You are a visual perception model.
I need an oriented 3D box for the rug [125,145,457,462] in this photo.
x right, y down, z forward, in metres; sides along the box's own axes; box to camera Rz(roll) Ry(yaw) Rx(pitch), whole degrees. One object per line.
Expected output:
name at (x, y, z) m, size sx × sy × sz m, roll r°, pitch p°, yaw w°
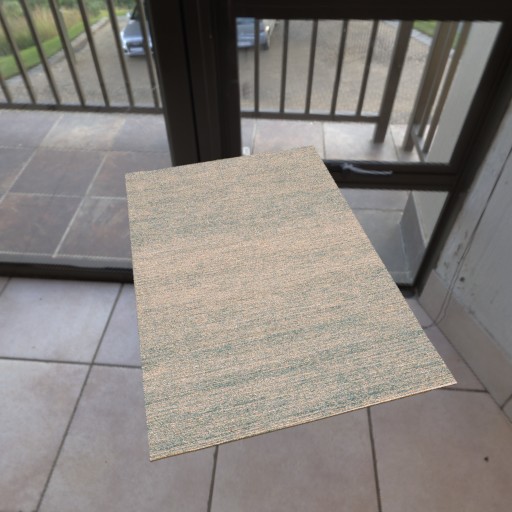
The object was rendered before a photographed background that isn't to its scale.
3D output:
rug at (0.000, 0.000, 2.959) m, size 1.613 × 0.030 × 2.306 m, roll -10°, pitch 48°, yaw -10°
